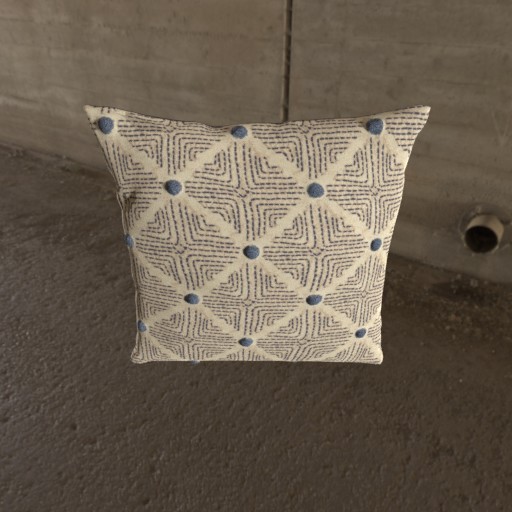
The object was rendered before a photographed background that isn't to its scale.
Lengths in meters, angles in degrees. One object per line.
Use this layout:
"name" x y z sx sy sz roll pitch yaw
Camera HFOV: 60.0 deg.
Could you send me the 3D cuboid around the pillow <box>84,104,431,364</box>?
"pillow" 0.000 0.000 0.771 0.510 0.510 0.145 0 31 1
